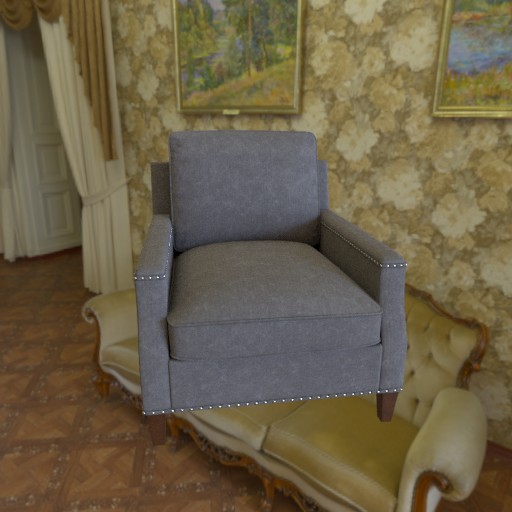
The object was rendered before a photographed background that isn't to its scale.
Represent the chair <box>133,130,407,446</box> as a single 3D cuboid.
[{"bbox_3d":[0.000,0.000,1.758,0.853,0.948,1.014,-3,17,-8],"label":"chair"}]
